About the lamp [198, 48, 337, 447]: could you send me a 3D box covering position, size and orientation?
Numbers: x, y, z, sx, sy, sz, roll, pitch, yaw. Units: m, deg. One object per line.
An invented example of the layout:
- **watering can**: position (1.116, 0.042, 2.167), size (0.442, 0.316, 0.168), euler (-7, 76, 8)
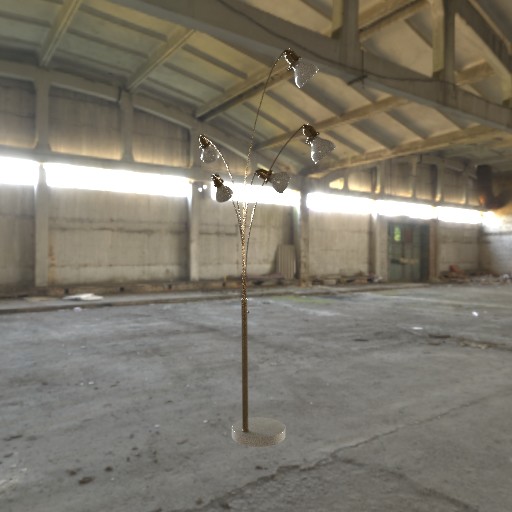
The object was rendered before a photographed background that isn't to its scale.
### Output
- **lamp**: position (0.000, 0.000, 3.021), size (0.361, 2.423, 1.405), euler (0, 0, -36)
